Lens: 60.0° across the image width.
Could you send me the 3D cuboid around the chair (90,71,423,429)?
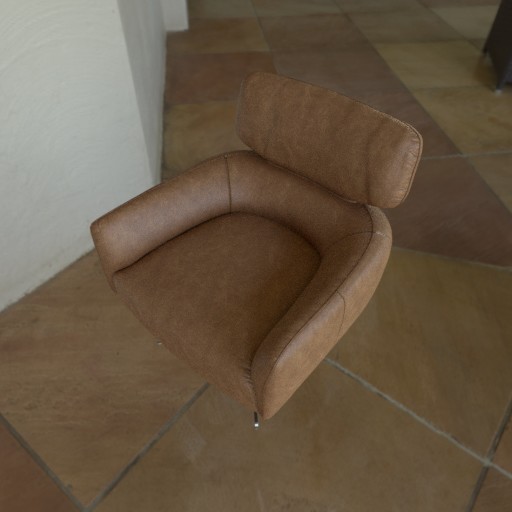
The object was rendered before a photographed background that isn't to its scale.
[{"bbox_3d":[0.000,0.000,1.336,0.706,0.812,0.715,32,54,28],"label":"chair"}]
